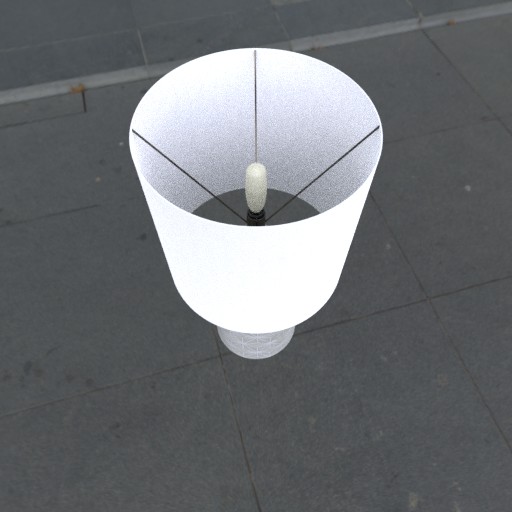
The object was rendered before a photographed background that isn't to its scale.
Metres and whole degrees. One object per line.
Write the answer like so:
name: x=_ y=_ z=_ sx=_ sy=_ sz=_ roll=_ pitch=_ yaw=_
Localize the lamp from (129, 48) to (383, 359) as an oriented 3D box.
lamp: x=0.000 y=0.000 z=0.542 sx=0.206 sy=0.416 sz=0.206 roll=-1 pitch=59 yaw=-1
